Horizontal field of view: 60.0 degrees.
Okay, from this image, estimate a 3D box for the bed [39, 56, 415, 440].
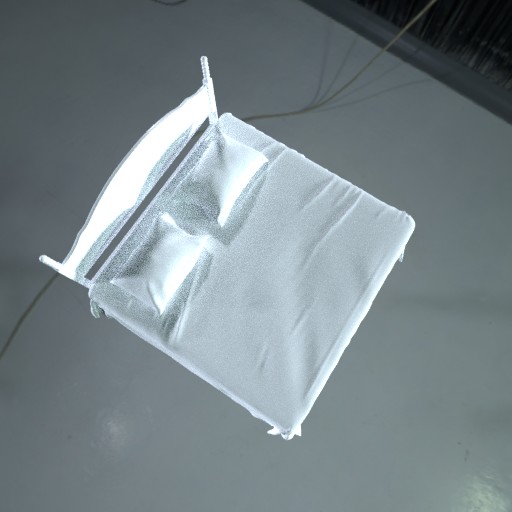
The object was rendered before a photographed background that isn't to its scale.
[{"bbox_3d":[0.000,0.000,3.614,2.219,1.355,2.322,32,77,8],"label":"bed"}]
